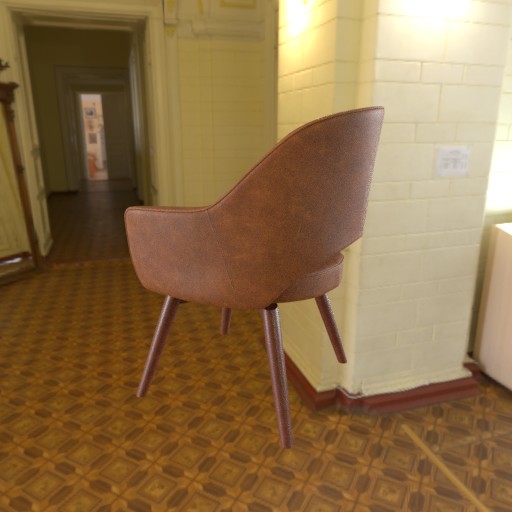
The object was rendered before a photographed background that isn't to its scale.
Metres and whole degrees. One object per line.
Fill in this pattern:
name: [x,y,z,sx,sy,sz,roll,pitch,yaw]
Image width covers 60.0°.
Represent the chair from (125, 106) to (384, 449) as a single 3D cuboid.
chair: [0.000,0.000,1.235,0.640,0.777,0.591,8,18,26]
